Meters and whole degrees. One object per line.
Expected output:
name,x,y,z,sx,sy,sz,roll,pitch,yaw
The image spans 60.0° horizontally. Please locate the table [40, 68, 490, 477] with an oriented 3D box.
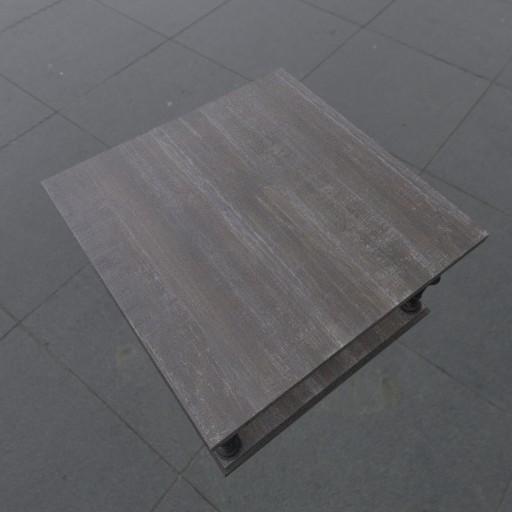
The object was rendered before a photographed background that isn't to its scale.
table,0.000,0.000,1.129,0.696,0.400,0.696,-32,63,-19
